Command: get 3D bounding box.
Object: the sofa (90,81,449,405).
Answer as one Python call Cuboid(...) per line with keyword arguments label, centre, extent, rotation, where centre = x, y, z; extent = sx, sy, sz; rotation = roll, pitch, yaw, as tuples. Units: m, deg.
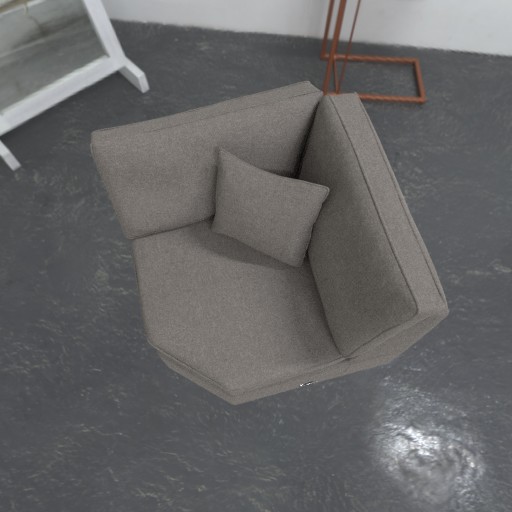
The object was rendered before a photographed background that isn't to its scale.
Cuboid(label="sofa", centre=(0.000, 0.000, 1.865), extent=(1.050, 0.951, 1.042), rotation=(-13, 65, -6))
